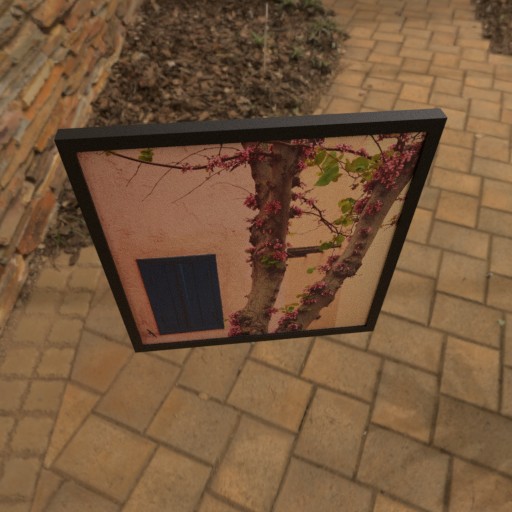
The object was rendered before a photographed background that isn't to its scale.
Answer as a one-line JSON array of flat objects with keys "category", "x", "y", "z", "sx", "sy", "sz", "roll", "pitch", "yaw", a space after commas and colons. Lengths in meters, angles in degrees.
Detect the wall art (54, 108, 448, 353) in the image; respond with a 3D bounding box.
[{"category": "wall art", "x": 0.000, "y": 0.000, "z": 1.145, "sx": 0.762, "sy": 0.762, "sz": 0.038, "roll": -4, "pitch": 47, "yaw": -4}]
